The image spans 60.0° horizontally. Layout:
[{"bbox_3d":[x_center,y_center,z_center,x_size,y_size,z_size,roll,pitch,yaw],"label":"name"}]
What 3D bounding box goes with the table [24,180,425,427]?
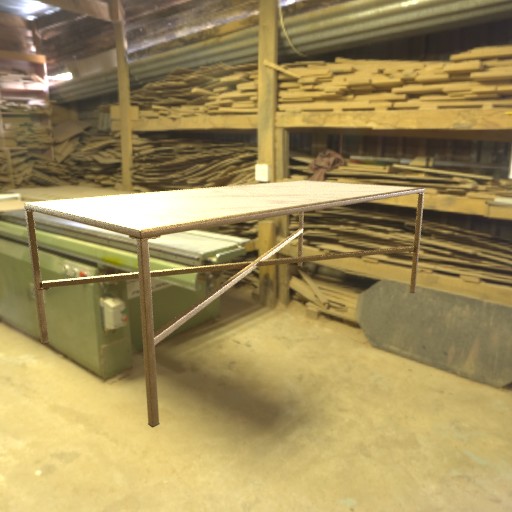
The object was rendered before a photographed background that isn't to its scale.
[{"bbox_3d":[0.000,0.000,1.459,0.577,0.405,1.197,13,19,42],"label":"table"}]
